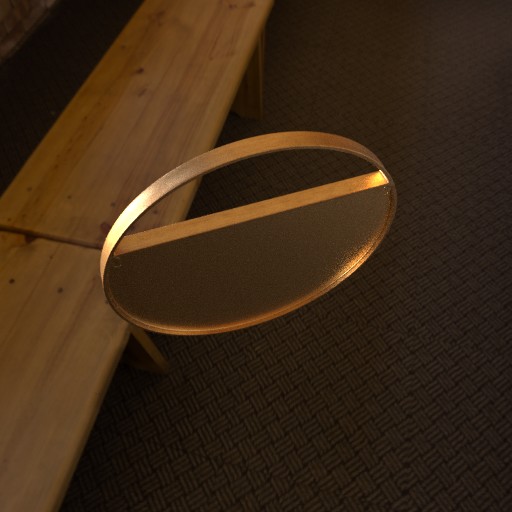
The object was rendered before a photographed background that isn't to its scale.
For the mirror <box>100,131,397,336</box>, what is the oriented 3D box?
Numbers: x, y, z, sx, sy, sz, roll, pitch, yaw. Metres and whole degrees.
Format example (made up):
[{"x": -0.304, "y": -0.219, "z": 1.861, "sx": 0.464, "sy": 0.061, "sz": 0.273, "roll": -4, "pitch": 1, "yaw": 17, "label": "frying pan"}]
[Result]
[{"x": 0.000, "y": 0.000, "z": 0.851, "sx": 0.565, "sy": 0.565, "sz": 0.032, "roll": -16, "pitch": 58, "yaw": -10, "label": "mirror"}]
